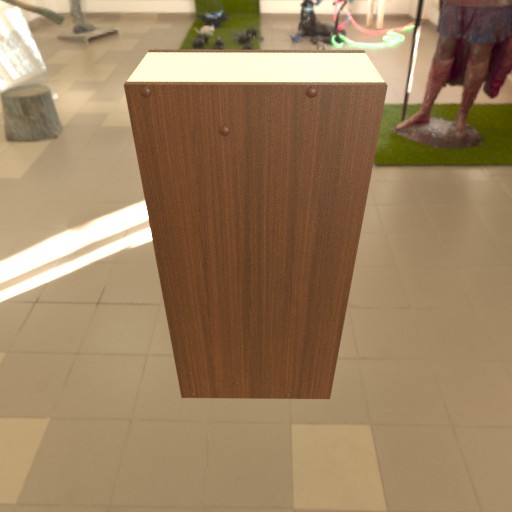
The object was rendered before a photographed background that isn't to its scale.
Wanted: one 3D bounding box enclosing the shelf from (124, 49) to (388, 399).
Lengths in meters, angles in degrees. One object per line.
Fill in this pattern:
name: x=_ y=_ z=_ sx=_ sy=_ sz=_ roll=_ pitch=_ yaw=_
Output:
shelf: x=0.000 y=0.000 z=0.731 sx=0.290 sy=0.600 sz=0.147 roll=0 pitch=39 yaw=0
